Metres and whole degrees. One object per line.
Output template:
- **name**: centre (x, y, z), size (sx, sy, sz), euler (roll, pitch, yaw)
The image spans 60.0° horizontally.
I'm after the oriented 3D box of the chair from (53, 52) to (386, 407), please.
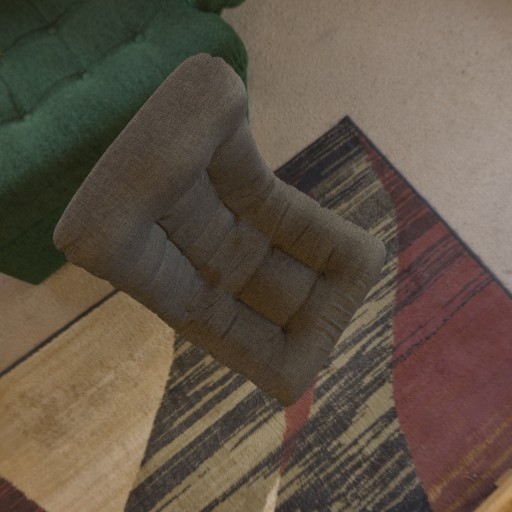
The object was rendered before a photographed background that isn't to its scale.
- **chair**: centre (0.000, 0.000, 1.223), size (0.668, 0.749, 0.597), euler (33, 78, 8)
